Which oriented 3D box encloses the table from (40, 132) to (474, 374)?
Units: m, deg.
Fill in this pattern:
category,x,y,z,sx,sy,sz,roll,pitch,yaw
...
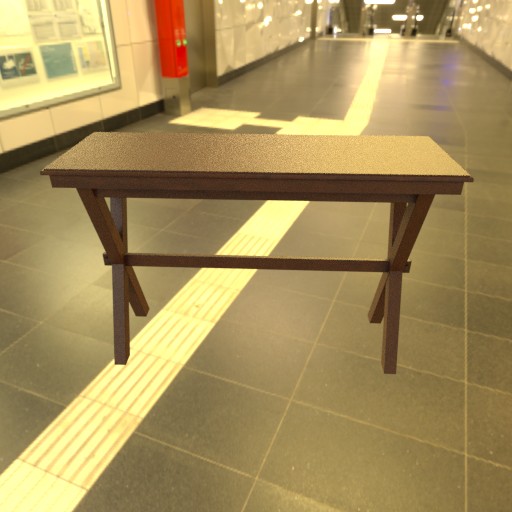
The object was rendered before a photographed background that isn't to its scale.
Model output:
category,x,y,z,sx,sy,sz,roll,pitch,yaw
table,0.000,0.000,1.581,1.197,0.763,0.399,1,30,2
